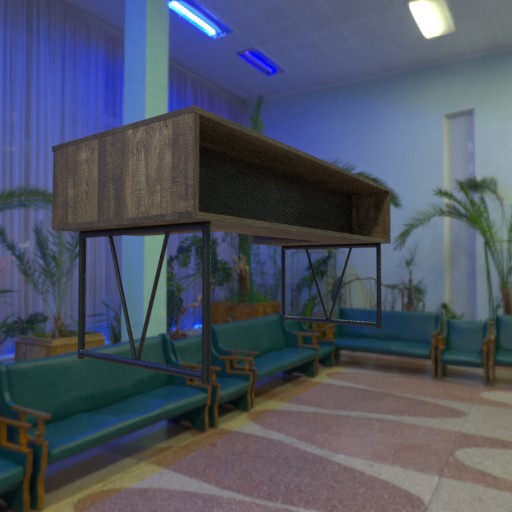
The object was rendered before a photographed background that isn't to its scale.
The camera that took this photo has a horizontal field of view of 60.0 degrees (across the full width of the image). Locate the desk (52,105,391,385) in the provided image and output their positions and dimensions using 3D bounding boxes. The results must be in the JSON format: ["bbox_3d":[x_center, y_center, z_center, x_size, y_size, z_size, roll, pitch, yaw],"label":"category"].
[{"bbox_3d":[0.000,0.000,2.061,0.730,0.780,1.600,-1,-2,36],"label":"desk"}]
